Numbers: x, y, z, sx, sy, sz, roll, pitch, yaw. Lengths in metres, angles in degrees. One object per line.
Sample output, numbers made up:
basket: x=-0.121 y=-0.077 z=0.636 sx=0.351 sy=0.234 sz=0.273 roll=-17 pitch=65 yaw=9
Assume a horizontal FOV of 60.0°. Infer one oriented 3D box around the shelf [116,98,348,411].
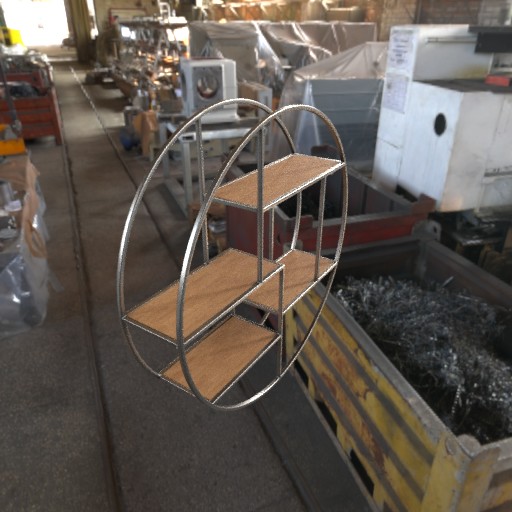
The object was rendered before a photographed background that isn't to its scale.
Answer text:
shelf: x=0.000 y=0.000 z=1.345 sx=0.202 sy=0.888 sz=0.888 roll=18 pitch=33 yaw=30
